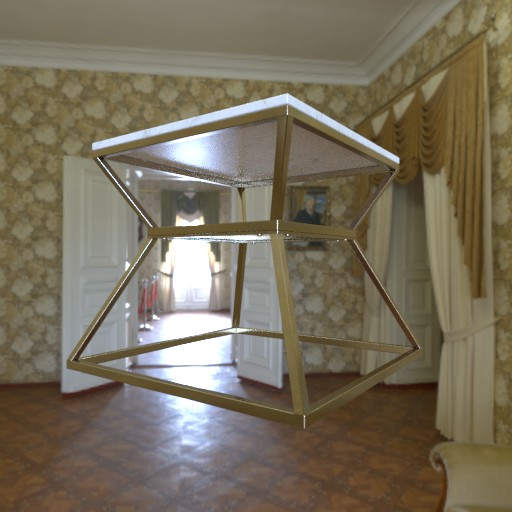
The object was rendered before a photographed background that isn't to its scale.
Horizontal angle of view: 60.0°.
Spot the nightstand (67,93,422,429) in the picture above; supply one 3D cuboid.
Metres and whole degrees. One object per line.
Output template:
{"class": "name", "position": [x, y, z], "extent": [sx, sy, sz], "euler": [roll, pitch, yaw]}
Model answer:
{"class": "nightstand", "position": [0.000, 0.000, 0.897], "extent": [0.514, 0.426, 0.513], "euler": [0, -1, 36]}
